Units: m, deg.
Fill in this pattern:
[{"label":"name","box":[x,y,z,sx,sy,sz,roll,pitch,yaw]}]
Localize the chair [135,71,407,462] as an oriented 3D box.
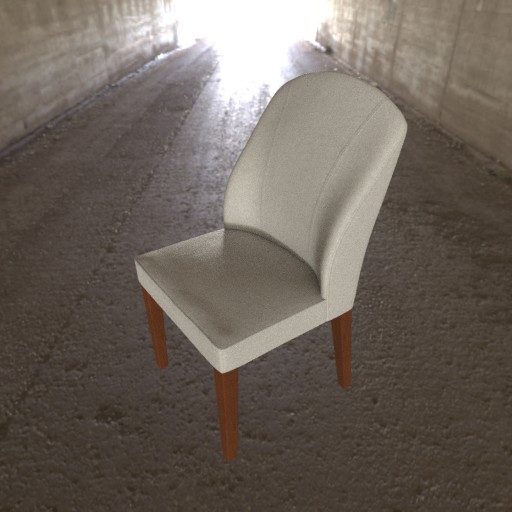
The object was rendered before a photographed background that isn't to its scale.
[{"label":"chair","box":[0.000,0.000,1.212,0.540,0.893,0.472,-21,37,-30]}]
